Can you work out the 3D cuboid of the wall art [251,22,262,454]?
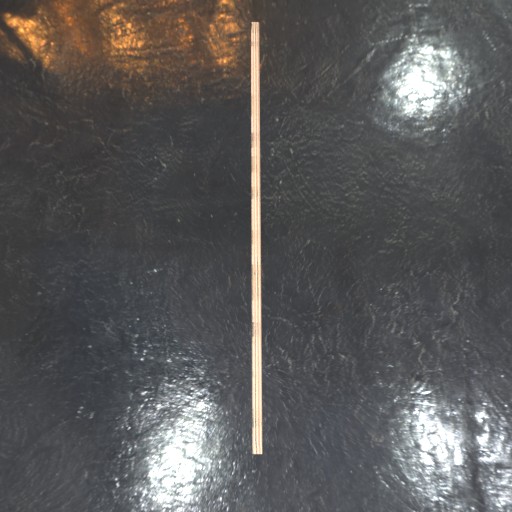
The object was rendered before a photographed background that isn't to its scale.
[{"bbox_3d":[0.000,0.000,0.696,0.010,0.408,0.508,0,75,0],"label":"wall art"}]
